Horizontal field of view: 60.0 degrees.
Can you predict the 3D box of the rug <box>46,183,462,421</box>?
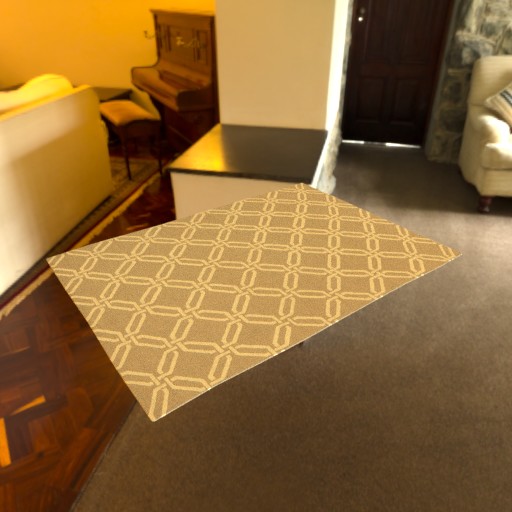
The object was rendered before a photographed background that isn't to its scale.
[{"bbox_3d":[0.000,0.000,2.766,2.135,0.013,1.524,-21,37,-31],"label":"rug"}]
